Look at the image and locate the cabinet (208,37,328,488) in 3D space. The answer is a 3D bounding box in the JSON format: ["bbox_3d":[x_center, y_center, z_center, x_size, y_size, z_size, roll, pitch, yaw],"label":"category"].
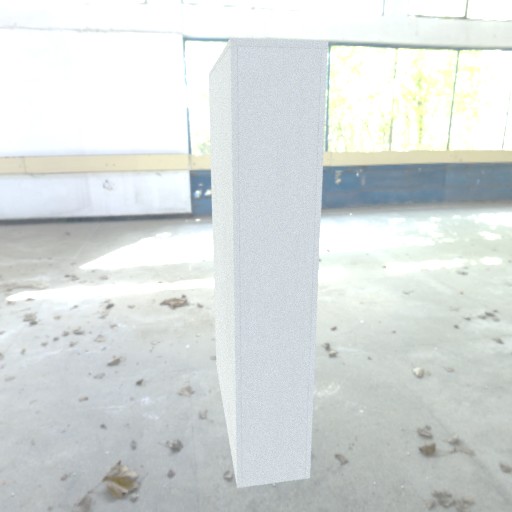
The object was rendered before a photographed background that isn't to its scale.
[{"bbox_3d":[0.000,0.000,1.577,0.250,1.280,0.750,-3,17,-9],"label":"cabinet"}]
